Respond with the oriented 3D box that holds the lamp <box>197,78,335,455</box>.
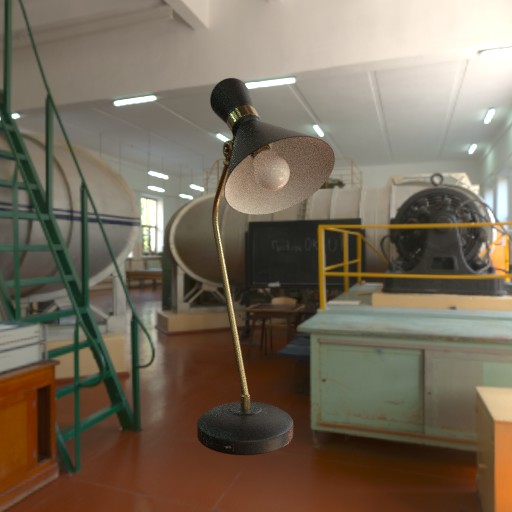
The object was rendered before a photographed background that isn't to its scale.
[{"bbox_3d":[0.000,0.000,0.775,0.189,0.647,0.292,-1,1,-36],"label":"lamp"}]
